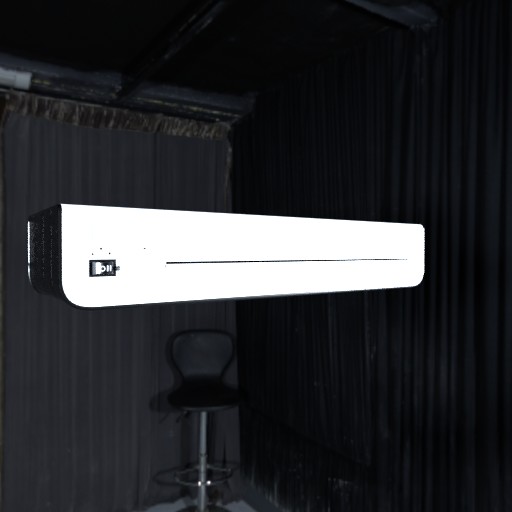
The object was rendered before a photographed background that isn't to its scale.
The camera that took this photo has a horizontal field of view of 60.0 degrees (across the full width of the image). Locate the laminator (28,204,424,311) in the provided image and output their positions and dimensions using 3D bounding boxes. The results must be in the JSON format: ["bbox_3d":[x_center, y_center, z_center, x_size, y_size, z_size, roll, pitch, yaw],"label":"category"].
[{"bbox_3d":[0.000,0.000,0.386,0.340,0.062,0.123,0,1,-35],"label":"laminator"}]
